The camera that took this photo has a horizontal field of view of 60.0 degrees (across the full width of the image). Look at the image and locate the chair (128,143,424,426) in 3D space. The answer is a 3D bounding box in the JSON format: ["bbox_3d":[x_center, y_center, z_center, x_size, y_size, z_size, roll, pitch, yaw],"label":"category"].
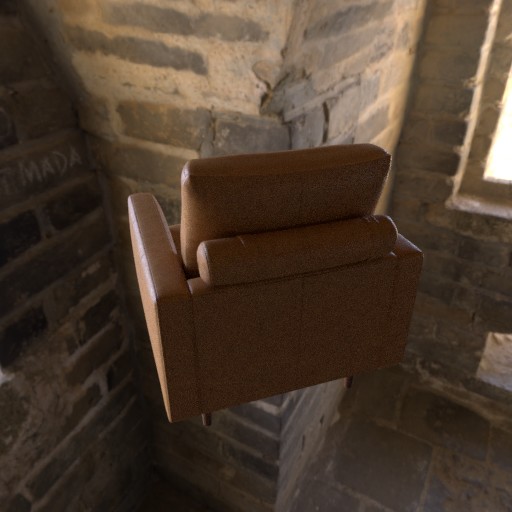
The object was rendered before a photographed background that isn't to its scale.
[{"bbox_3d":[0.000,0.000,1.596,0.831,0.896,0.868,-9,30,-16],"label":"chair"}]
